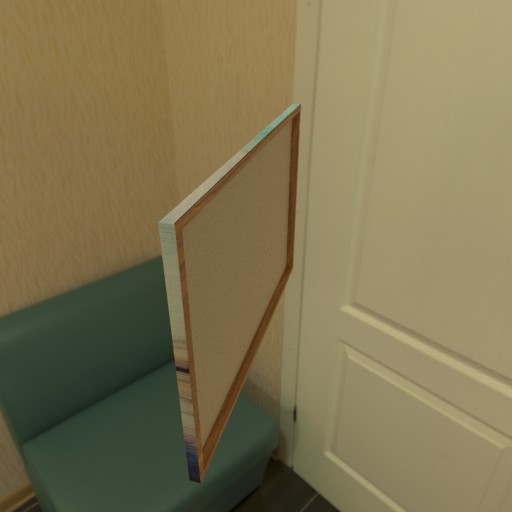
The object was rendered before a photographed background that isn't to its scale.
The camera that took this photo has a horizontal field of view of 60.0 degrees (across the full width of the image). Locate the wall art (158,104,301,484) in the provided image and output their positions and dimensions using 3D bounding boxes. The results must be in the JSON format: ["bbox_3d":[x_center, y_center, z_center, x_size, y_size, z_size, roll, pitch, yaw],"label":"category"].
[{"bbox_3d":[0.000,0.000,0.775,0.018,0.402,0.604,8,31,14],"label":"wall art"}]
